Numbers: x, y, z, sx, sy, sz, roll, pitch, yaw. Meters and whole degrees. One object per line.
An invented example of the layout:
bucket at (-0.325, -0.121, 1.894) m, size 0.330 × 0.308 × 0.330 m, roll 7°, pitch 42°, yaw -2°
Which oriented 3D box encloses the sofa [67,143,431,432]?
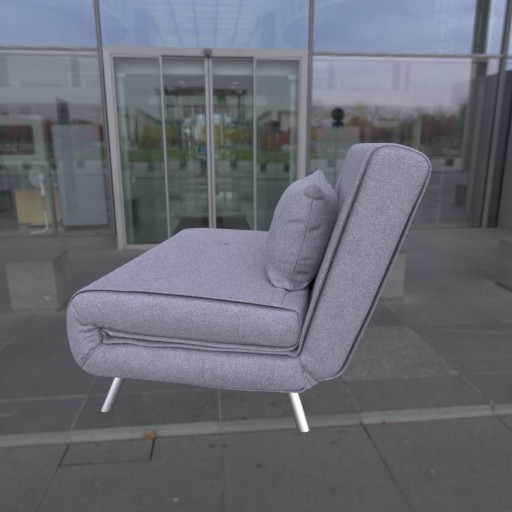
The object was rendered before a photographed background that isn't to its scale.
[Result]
sofa at (0.000, 0.000, 1.675) m, size 1.000 × 0.825 × 1.020 m, roll 2°, pitch 14°, yaw 9°
